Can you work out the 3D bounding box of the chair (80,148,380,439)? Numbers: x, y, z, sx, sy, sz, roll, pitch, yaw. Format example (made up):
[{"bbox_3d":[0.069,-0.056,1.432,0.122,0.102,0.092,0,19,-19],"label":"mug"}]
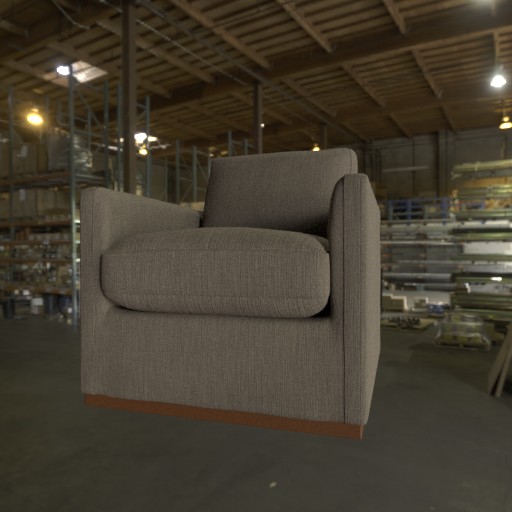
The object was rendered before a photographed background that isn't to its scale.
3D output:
[{"bbox_3d":[0.000,0.000,1.451,0.763,0.811,0.834,0,0,18],"label":"chair"}]
